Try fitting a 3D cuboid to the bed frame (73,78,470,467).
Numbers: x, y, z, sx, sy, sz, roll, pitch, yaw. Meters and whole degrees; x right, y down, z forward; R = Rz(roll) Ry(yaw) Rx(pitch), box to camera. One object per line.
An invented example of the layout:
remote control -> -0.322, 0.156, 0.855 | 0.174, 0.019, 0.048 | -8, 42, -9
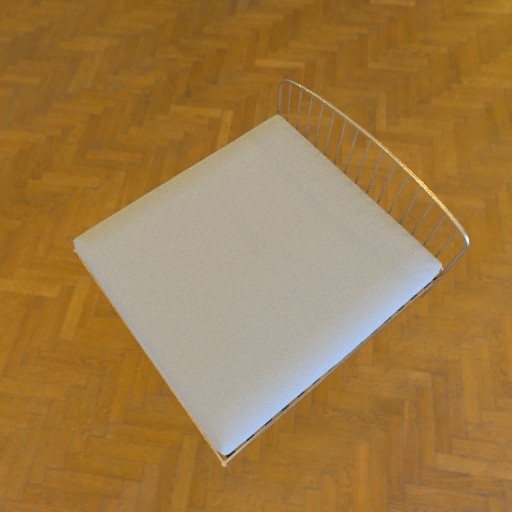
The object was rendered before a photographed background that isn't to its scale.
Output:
bed frame -> 0.000, 0.000, 3.390 | 2.152, 1.174, 2.016 | -36, 69, -16
